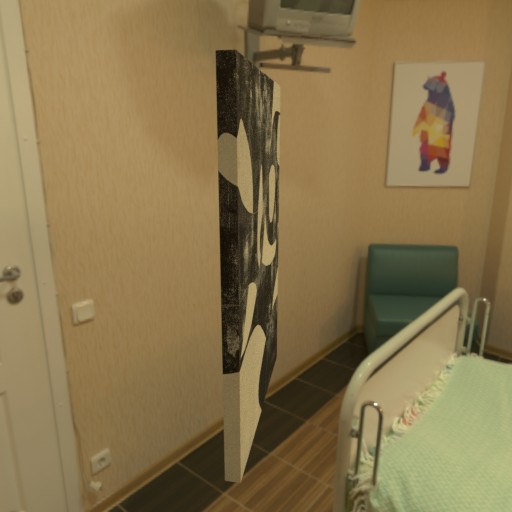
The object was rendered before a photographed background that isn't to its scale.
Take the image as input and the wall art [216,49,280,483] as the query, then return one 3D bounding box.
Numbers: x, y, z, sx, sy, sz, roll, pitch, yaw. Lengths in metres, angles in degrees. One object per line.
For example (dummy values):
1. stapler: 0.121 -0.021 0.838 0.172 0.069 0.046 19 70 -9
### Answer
1. wall art: 0.000 0.000 1.190 0.041 0.915 0.610 3 15 10
